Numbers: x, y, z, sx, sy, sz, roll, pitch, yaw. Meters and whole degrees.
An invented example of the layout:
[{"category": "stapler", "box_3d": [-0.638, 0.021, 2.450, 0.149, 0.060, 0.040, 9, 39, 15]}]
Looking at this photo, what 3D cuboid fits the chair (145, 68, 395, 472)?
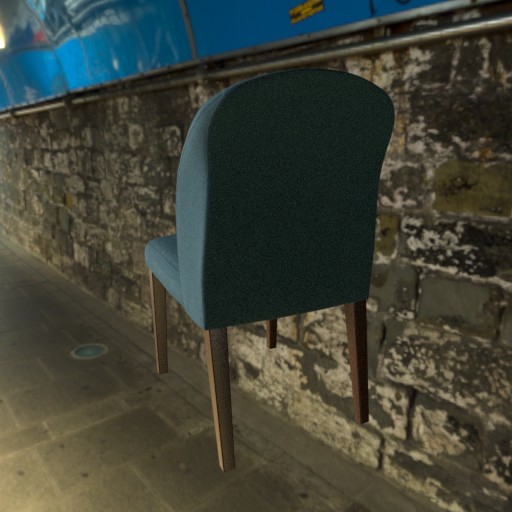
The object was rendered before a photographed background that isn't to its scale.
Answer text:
[{"category": "chair", "box_3d": [0.000, 0.000, 1.229, 0.507, 0.879, 0.620, -7, 15, -26]}]
